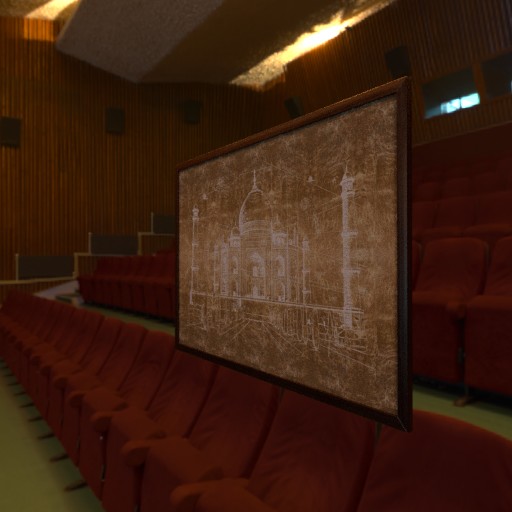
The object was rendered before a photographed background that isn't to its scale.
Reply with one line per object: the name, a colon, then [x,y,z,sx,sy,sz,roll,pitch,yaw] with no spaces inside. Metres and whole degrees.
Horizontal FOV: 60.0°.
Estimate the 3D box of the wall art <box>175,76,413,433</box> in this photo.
wall art: [0.000,0.000,1.026,0.014,0.559,0.816,0,-1,-36]
